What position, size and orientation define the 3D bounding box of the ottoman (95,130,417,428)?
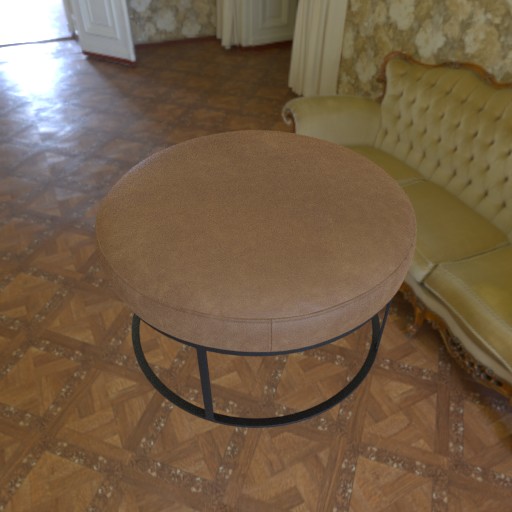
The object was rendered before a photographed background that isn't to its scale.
[{"bbox_3d":[0.000,0.000,1.197,0.771,0.460,0.771,0,40,0],"label":"ottoman"}]
